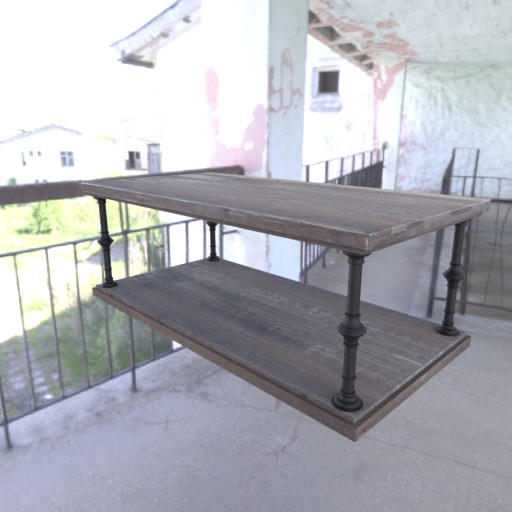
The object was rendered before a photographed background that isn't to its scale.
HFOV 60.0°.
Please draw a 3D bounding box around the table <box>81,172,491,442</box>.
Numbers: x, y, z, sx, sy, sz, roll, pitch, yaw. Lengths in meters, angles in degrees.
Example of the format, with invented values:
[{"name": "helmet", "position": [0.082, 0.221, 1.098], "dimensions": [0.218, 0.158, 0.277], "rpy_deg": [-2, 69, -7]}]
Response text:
[{"name": "table", "position": [0.000, 0.000, 1.334], "dimensions": [0.554, 0.399, 1.088], "rpy_deg": [-15, 21, -43]}]
